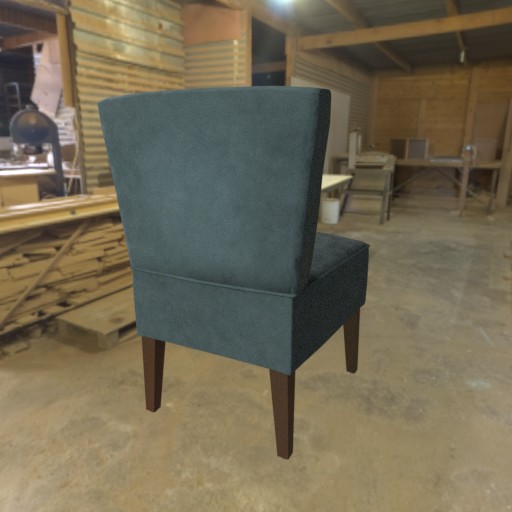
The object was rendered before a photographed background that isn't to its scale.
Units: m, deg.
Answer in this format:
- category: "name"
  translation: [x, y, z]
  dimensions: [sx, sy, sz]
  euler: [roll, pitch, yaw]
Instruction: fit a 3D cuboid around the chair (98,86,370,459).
- category: "chair"
  translation: [0.000, 0.000, 1.191]
  dimensions: [0.521, 0.806, 0.551]
  euler: [8, 17, 27]
